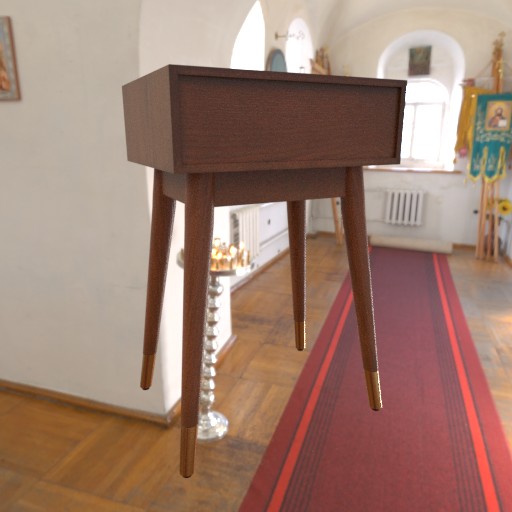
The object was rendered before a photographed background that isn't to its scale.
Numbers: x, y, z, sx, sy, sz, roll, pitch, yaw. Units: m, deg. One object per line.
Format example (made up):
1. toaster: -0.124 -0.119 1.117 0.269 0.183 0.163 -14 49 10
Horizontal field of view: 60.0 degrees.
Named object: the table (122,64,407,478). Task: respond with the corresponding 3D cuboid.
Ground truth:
1. table: 0.000 0.000 0.820 0.406 0.599 0.300 -8 17 -26
